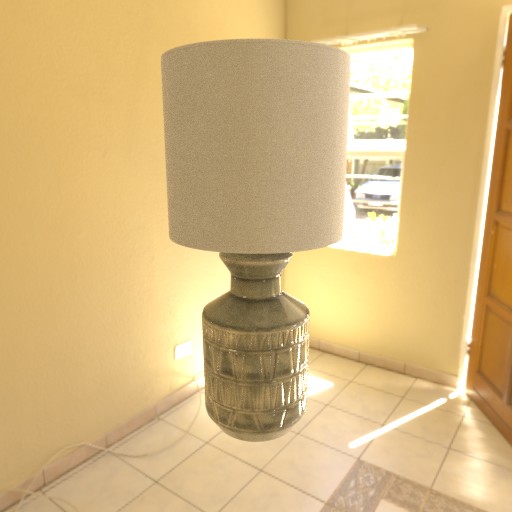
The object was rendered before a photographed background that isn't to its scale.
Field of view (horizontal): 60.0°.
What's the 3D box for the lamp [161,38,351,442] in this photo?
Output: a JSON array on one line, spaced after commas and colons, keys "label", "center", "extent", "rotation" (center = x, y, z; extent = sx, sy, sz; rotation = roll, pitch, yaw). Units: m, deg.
[{"label": "lamp", "center": [0.000, 0.000, 0.555], "extent": [0.211, 0.455, 0.211], "rotation": [7, 15, 26]}]
